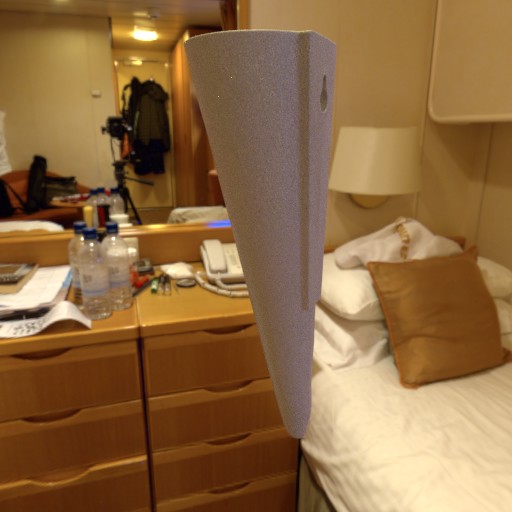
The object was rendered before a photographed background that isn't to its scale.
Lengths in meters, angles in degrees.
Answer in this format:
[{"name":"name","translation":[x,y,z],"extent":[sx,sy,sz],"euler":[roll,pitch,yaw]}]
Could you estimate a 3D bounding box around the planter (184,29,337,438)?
[{"name":"planter","translation":[0.000,0.000,0.218],"extent":[0.064,0.191,0.057],"euler":[8,18,25]}]
